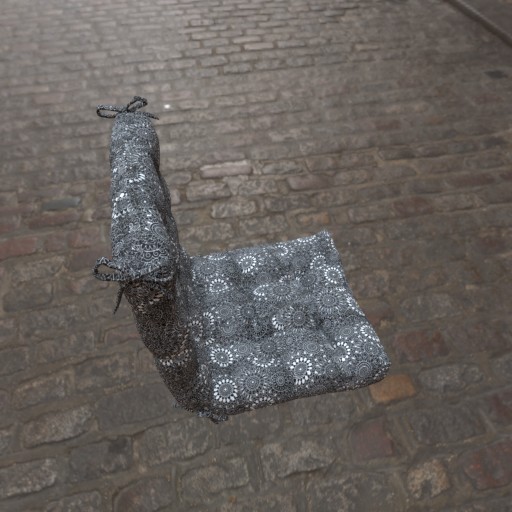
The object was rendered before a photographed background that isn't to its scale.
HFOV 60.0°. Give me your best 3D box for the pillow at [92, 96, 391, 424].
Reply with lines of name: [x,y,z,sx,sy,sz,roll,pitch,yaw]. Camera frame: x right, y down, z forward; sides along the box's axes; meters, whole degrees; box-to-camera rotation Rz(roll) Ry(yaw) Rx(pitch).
pillow: [0.000,0.000,1.005,0.571,0.605,0.519,-10,48,-9]
